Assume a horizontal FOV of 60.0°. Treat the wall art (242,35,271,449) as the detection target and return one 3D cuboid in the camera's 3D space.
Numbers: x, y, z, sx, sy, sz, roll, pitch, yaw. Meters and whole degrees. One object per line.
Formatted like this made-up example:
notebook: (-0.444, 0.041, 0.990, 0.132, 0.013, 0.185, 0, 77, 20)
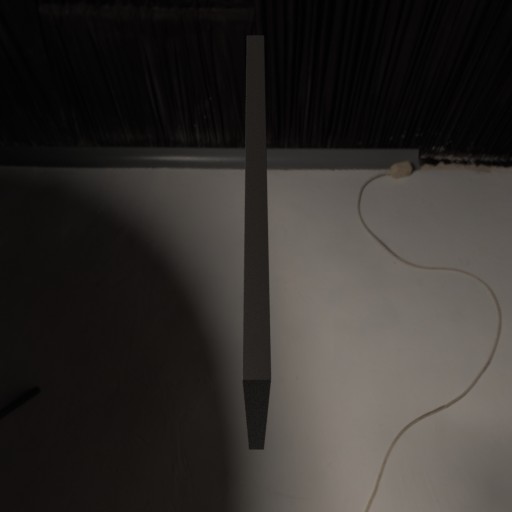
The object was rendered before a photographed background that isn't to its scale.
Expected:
wall art: (0.000, 0.000, 0.771, 0.028, 0.460, 0.561, 0, 59, 0)
